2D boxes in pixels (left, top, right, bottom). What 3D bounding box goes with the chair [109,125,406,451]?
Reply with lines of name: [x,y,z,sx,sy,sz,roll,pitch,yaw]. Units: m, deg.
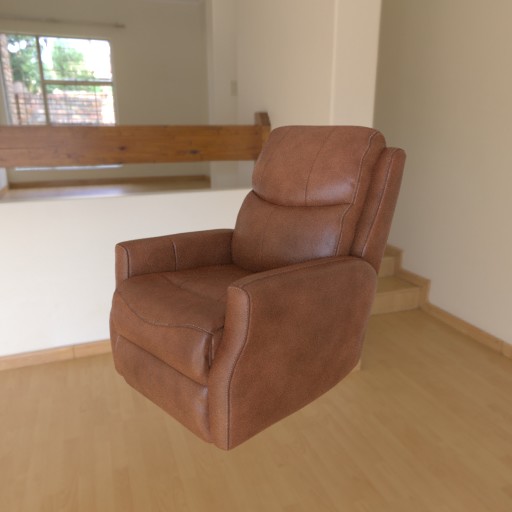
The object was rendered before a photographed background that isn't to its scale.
chair: [0.000,0.000,1.798,0.821,1.016,1.072,16,23,42]
